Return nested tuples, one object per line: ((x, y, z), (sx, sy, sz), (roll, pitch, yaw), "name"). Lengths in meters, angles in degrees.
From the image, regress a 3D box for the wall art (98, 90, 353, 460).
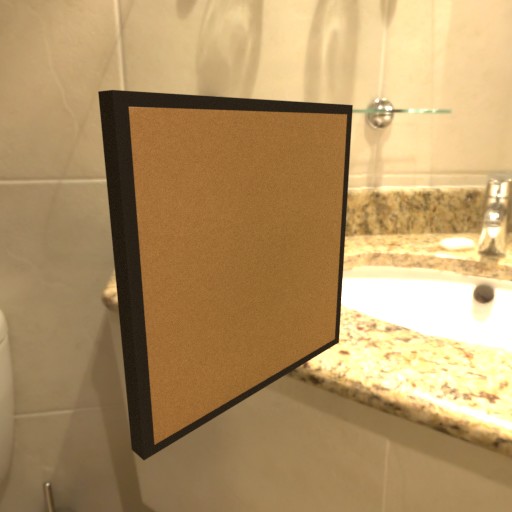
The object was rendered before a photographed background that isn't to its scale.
((0.000, 0.000, 0.762), (0.033, 0.507, 0.508), (15, 22, 41), "wall art")
